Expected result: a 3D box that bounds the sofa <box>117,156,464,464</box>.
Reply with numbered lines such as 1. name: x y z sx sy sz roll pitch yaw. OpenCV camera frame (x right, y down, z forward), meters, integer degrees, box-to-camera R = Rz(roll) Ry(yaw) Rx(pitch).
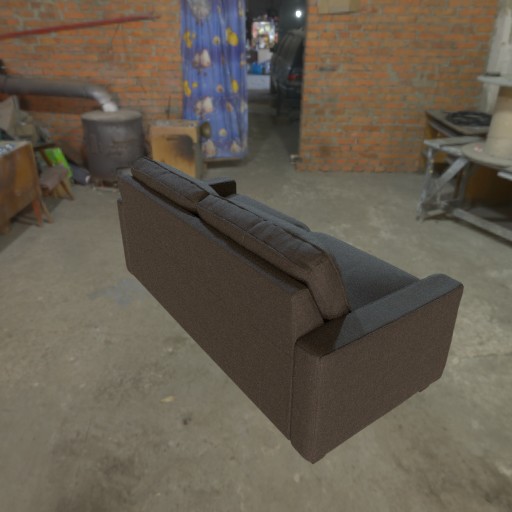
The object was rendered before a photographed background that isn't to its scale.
1. sofa: 0.000 0.000 2.587 0.940 0.919 2.080 -18 32 -31
